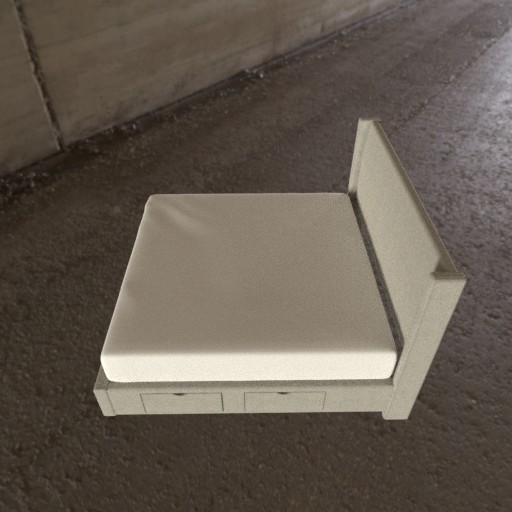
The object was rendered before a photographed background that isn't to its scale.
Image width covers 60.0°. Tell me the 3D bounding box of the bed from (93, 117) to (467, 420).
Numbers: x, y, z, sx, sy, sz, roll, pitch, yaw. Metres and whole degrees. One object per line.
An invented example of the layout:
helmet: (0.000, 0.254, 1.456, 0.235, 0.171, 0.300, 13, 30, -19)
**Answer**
bed: (0.000, 0.000, 3.675, 2.280, 1.470, 2.140, -1, 41, -1)
